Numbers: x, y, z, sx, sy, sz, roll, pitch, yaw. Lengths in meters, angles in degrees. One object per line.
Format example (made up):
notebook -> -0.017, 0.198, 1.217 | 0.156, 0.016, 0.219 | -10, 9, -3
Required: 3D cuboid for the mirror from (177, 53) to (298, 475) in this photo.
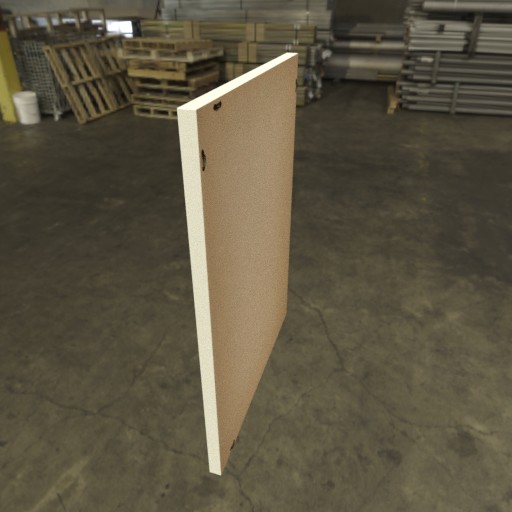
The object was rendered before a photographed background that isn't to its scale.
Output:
mirror -> 0.000, 0.000, 1.313 | 0.040, 1.016, 0.762 | 9, 33, 15
